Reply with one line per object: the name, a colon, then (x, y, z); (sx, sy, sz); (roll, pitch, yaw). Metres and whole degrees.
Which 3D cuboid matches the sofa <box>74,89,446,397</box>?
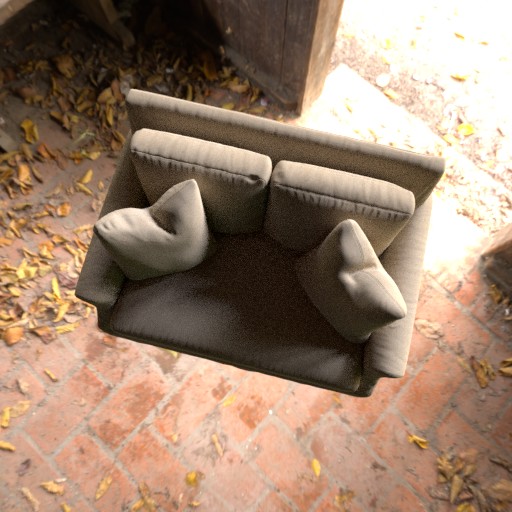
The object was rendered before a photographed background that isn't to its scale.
sofa: (0.000, 0.000, 2.149); (1.550, 0.905, 1.070); (13, 76, 3)
